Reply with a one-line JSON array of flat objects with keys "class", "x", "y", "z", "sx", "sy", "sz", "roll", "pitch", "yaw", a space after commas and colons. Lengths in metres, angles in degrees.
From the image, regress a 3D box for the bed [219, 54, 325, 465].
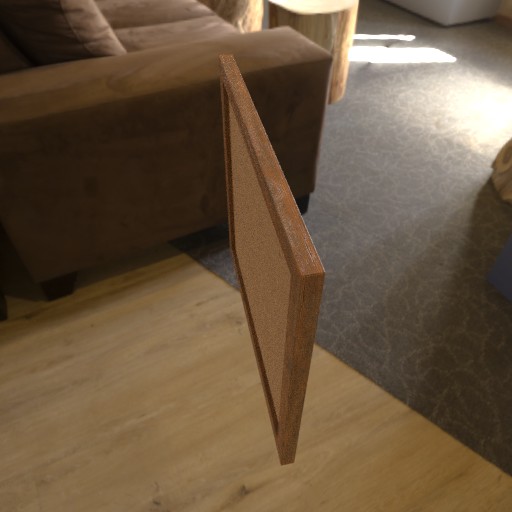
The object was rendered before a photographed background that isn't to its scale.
[{"class": "bed", "x": 0.000, "y": 0.000, "z": 1.503, "sx": 0.046, "sy": 0.942, "sz": 1.046, "roll": -8, "pitch": 46, "yaw": -8}]
